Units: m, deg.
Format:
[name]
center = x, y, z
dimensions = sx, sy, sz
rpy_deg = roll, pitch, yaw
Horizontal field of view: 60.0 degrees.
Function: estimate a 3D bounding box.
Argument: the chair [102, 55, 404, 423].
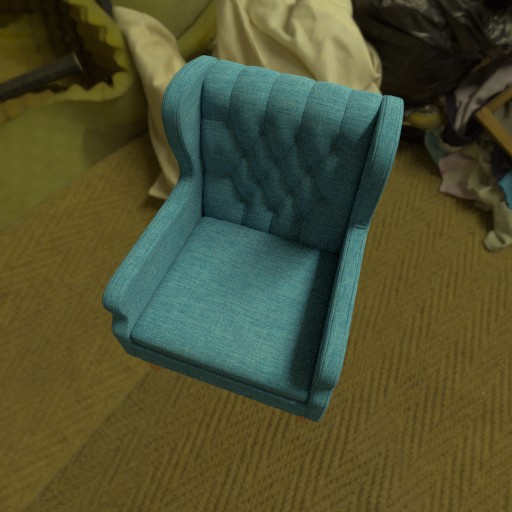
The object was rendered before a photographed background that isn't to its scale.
[chair]
center = 0.000, 0.000, 1.487
dimensions = 0.711, 0.952, 0.775
rpy_deg = 17, 59, 10
